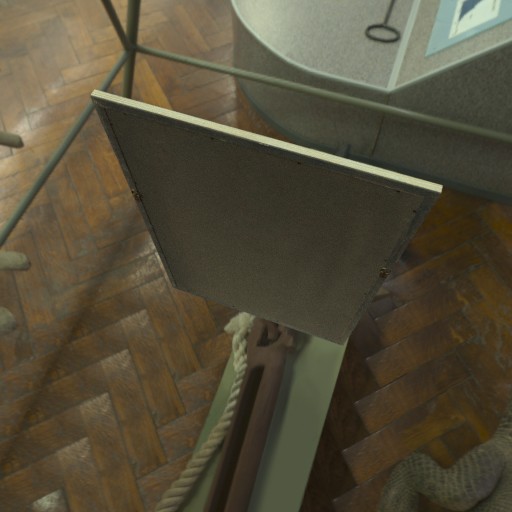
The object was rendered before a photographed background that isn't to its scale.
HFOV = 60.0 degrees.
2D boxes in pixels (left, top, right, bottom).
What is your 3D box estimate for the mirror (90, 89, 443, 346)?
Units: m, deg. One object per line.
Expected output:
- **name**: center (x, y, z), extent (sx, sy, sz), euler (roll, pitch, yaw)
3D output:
- **mirror**: center (0.000, 0.000, 1.287), extent (0.705, 0.996, 0.025), euler (18, 65, 9)
